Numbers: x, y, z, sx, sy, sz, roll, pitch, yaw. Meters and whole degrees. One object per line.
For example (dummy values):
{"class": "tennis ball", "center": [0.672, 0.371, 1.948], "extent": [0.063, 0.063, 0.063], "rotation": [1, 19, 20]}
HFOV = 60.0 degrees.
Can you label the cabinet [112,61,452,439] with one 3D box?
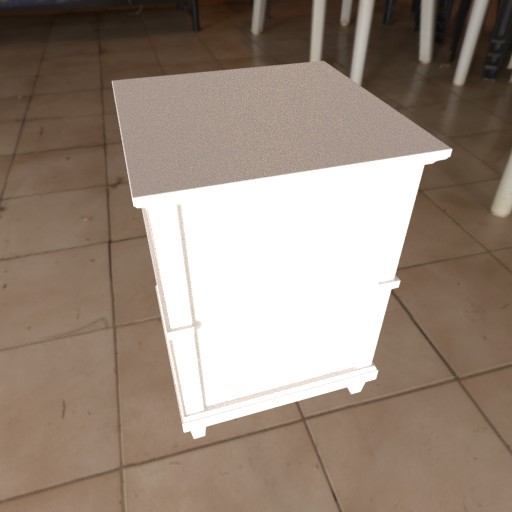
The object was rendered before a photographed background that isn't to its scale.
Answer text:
{"class": "cabinet", "center": [0.000, 0.000, 1.151], "extent": [0.544, 0.775, 0.547], "rotation": [-11, 41, -13]}
